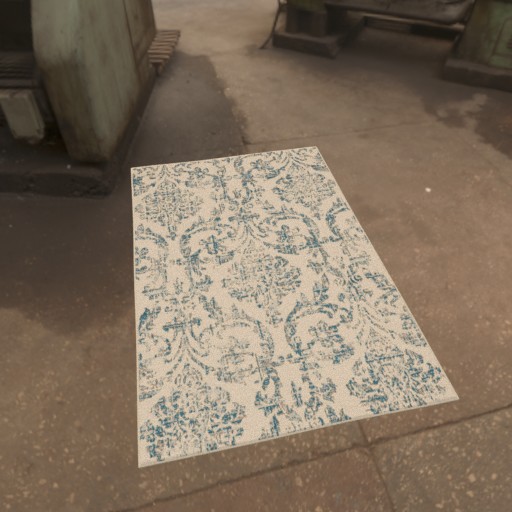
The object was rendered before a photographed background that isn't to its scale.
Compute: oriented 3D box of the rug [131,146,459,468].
[{"bbox_3d":[0.000,0.000,2.237,1.213,0.012,1.831,-9,46,-8],"label":"rug"}]
